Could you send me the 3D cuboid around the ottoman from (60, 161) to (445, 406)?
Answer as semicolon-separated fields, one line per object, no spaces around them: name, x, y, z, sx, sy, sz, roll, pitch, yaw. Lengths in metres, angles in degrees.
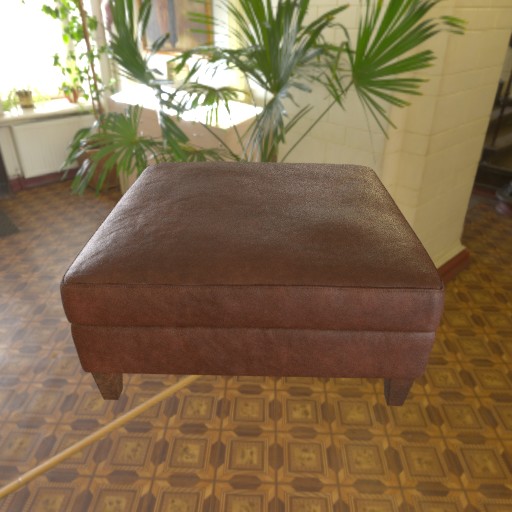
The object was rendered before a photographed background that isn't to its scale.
ottoman;0.000;0.000;1.338;0.836;0.415;0.844;1;29;1
